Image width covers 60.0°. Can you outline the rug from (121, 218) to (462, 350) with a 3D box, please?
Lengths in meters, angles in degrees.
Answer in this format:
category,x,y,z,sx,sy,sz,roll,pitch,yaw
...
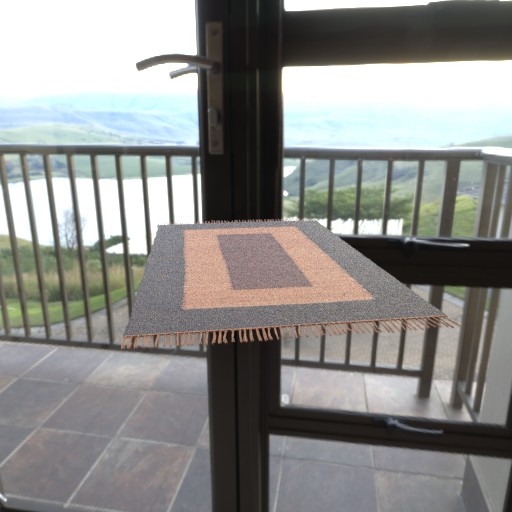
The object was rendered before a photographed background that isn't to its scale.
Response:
category,x,y,z,sx,sy,sz,roll,pitch,yaw
rug,0.000,0.000,1.876,0.920,0.013,1.541,-2,16,-8
